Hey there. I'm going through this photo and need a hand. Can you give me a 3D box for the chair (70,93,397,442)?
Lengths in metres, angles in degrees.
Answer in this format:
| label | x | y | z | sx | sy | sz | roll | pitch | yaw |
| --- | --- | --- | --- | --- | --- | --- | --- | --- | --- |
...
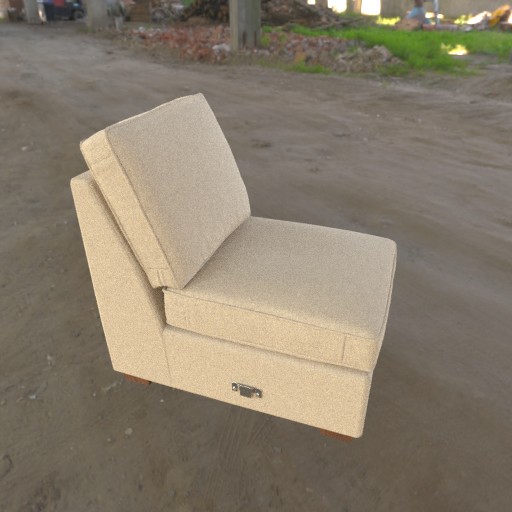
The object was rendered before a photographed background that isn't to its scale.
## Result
| label | x | y | z | sx | sy | sz | roll | pitch | yaw |
| --- | --- | --- | --- | --- | --- | --- | --- | --- | --- |
| chair | 0.000 | 0.000 | 1.552 | 0.938 | 0.970 | 0.621 | 10 | 31 | 17 |
